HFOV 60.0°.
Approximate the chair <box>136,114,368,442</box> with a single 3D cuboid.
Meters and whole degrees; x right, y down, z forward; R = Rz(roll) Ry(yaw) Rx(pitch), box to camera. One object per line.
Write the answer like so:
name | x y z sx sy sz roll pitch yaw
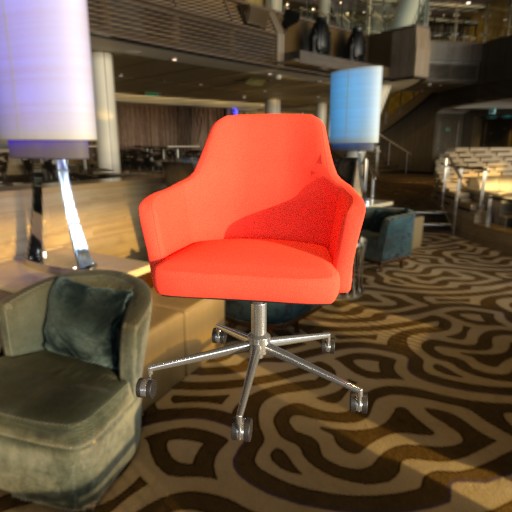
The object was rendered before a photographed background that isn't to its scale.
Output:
chair | 0.000 0.000 1.279 0.655 0.820 0.600 2 14 9
